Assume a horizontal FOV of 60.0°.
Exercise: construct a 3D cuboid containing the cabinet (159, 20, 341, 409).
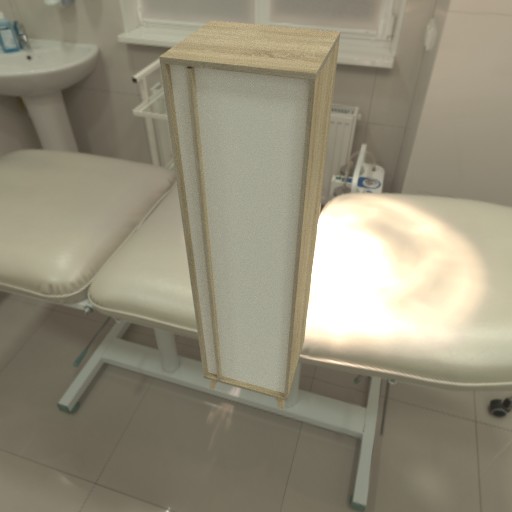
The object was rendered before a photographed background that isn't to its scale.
[{"bbox_3d":[0.000,0.000,2.176,0.510,1.960,0.450,12,43,13],"label":"cabinet"}]
